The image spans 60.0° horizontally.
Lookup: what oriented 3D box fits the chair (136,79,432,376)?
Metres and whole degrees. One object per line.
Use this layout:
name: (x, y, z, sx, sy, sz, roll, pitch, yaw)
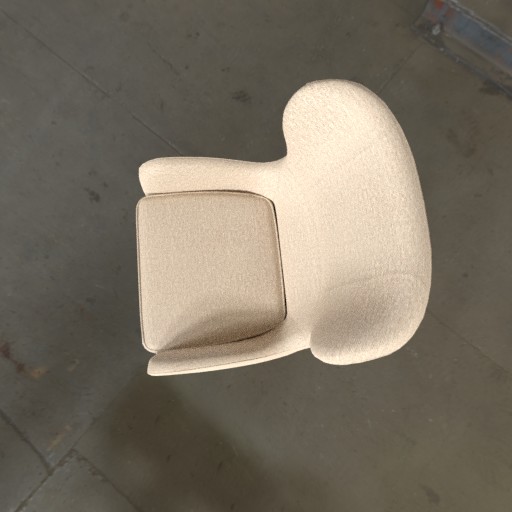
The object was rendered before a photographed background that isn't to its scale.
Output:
chair: (0.000, 0.000, 1.753, 0.984, 1.064, 0.861, -5, 77, -1)
